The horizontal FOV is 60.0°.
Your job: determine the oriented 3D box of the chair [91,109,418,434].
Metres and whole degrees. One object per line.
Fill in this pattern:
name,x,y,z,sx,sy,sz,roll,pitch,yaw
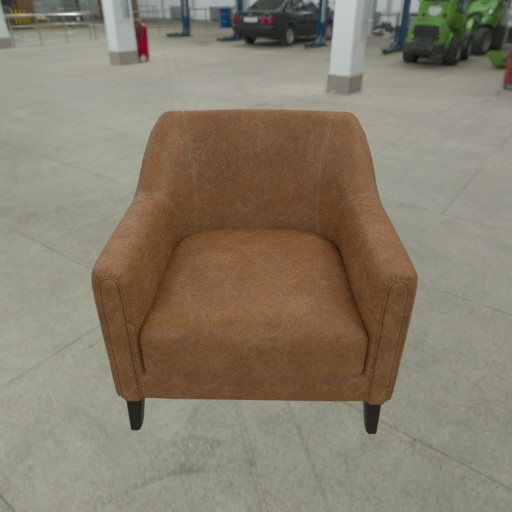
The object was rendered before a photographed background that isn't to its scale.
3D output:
chair,0.000,0.000,1.834,1.037,0.980,1.034,1,31,1
